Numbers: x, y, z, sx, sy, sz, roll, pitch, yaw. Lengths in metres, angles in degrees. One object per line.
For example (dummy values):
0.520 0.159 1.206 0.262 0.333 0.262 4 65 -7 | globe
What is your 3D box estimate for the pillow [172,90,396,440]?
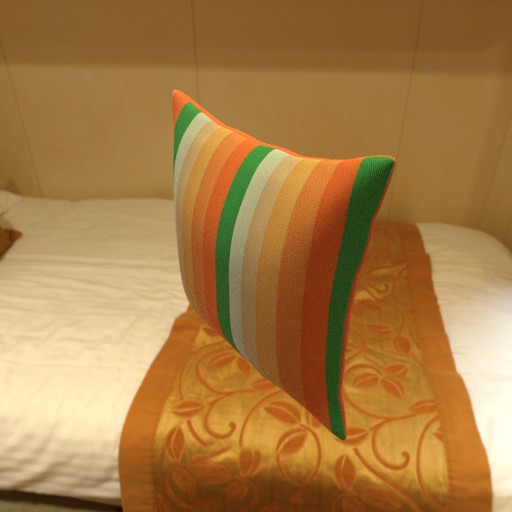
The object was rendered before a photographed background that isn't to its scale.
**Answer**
0.000 0.000 0.709 0.169 0.444 0.453 -22 38 -32 | pillow
